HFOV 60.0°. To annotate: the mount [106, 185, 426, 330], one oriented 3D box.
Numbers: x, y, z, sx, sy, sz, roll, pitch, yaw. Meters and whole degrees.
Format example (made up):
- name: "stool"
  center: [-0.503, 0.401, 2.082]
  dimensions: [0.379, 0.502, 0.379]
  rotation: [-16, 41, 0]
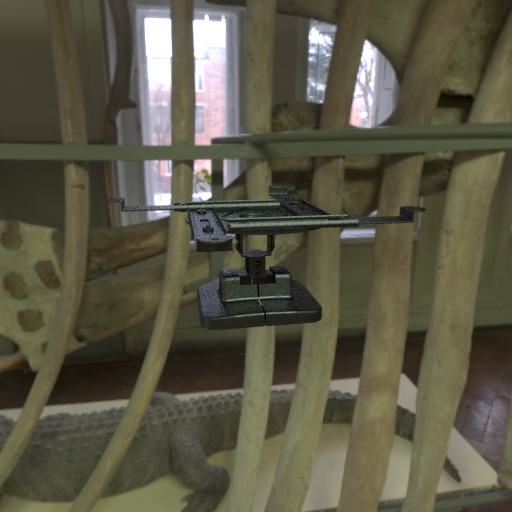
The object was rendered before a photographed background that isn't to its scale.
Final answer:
- name: "mount"
  center: [0.000, 0.000, 0.594]
  dimensions: [0.394, 0.141, 0.394]
  rotation: [-3, 16, -10]
